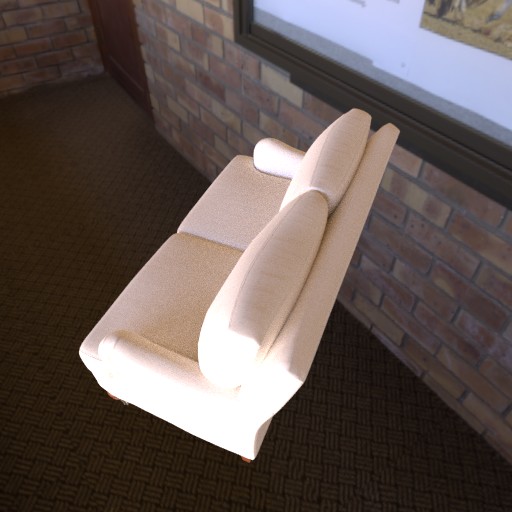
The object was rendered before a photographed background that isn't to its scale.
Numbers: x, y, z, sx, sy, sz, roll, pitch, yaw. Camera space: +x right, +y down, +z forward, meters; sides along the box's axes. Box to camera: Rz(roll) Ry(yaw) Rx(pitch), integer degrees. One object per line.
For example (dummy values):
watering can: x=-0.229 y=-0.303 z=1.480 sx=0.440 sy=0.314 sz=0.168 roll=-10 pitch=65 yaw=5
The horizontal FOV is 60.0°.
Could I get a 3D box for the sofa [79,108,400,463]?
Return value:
sofa: x=0.000 y=0.000 z=2.473 sx=1.084 sy=1.101 sz=1.853 roll=17 pitch=48 yaw=16
